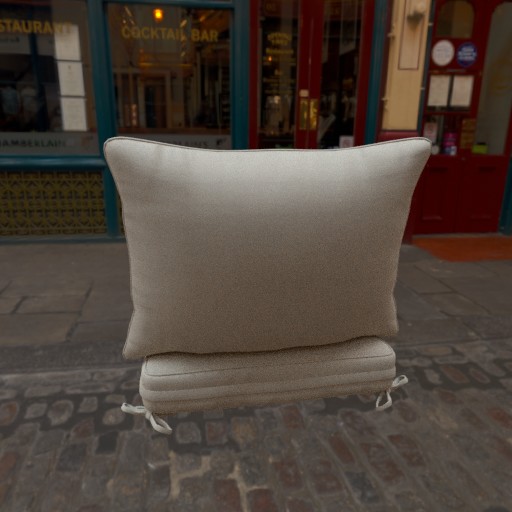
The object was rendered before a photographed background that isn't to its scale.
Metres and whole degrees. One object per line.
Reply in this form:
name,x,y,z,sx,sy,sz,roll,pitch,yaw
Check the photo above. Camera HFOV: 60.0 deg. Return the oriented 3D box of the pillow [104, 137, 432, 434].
pillow,0.000,0.000,1.367,0.798,0.716,0.733,-3,16,-10
